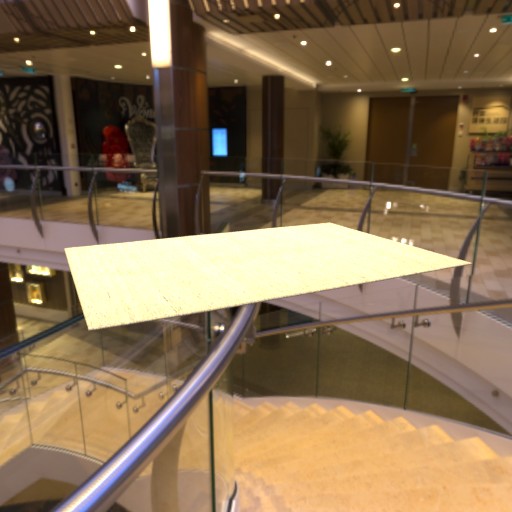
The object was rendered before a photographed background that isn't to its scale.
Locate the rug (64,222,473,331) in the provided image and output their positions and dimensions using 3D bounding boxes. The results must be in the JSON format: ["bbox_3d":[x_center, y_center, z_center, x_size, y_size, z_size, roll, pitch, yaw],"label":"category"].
[{"bbox_3d":[0.000,0.000,2.408,1.850,0.015,1.250,-7,17,-25],"label":"rug"}]
